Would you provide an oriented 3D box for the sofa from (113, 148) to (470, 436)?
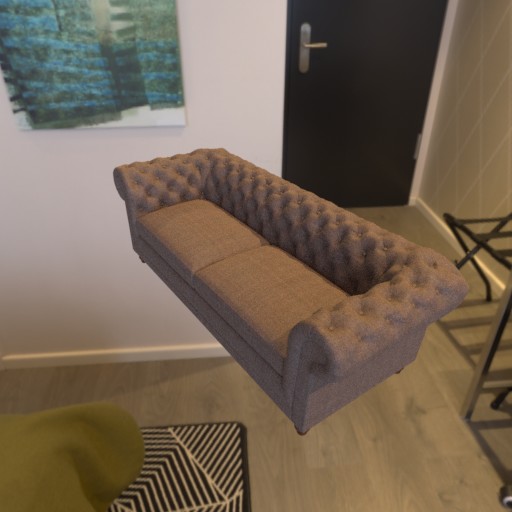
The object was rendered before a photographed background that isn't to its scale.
[{"bbox_3d":[0.000,0.000,2.822,0.944,0.787,2.385,-20,37,-29],"label":"sofa"}]
